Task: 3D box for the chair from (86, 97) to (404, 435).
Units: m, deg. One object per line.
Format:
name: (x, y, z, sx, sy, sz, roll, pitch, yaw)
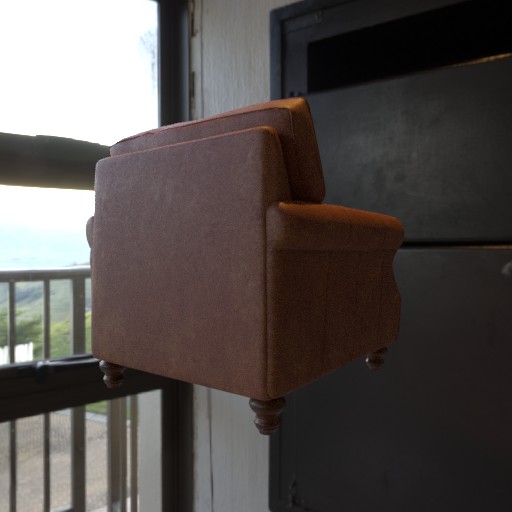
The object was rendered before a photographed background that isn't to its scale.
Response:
chair: (0.000, 0.000, 1.762, 0.983, 0.962, 0.986, 1, 1, 36)
